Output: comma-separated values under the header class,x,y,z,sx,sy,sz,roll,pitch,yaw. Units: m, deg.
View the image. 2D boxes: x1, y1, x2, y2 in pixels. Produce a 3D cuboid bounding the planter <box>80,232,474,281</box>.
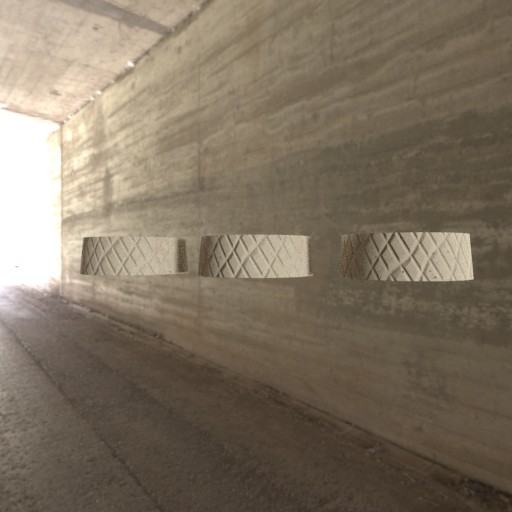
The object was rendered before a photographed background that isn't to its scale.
class,x,y,z,sx,sy,sz,roll,pitch,yaw
planter,0.000,0.000,0.439,0.390,0.038,0.114,0,0,18
